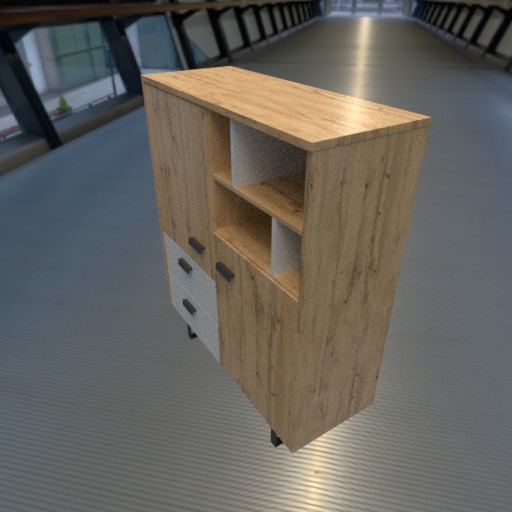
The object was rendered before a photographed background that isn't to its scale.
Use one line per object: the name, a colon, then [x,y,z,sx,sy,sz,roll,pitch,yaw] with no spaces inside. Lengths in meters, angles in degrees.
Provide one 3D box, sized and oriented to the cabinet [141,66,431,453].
cabinet: [0.000,0.000,1.977,0.473,1.397,1.168,-19,36,-28]
